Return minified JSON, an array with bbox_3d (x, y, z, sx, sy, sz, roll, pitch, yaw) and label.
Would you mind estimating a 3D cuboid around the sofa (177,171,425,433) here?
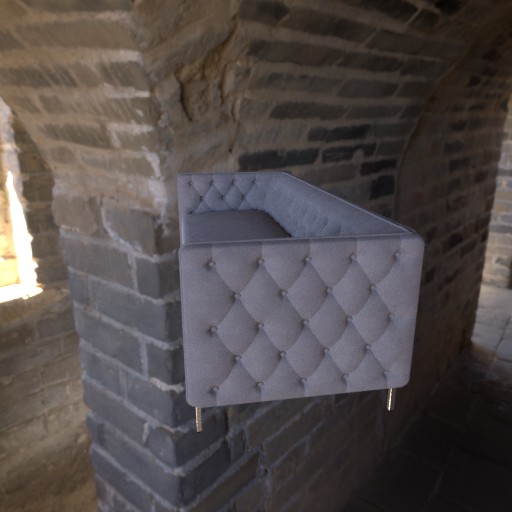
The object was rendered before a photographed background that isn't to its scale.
[{"bbox_3d":[0.000,0.000,2.643,0.895,0.771,2.209,-3,17,-9],"label":"sofa"}]
